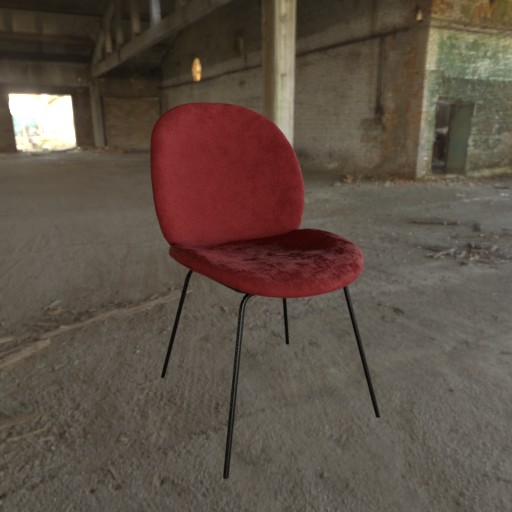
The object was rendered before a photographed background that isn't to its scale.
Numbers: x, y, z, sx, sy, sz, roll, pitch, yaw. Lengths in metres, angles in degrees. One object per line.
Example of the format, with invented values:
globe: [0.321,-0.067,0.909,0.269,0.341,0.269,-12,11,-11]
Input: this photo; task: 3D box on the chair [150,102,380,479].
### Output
chair: [0.000,0.000,1.171,0.458,0.791,0.587,-9,18,-27]
